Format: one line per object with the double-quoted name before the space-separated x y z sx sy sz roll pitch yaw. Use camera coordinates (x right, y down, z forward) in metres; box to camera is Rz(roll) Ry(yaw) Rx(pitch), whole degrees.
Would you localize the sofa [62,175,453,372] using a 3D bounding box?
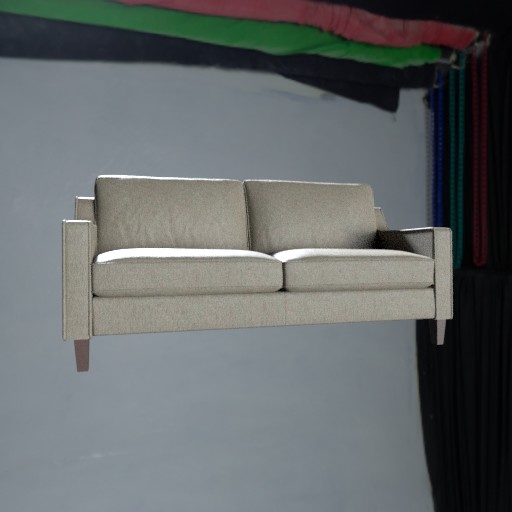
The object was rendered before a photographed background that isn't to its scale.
"sofa" 0.000 0.000 2.829 2.181 1.074 1.073 0 1 -17
